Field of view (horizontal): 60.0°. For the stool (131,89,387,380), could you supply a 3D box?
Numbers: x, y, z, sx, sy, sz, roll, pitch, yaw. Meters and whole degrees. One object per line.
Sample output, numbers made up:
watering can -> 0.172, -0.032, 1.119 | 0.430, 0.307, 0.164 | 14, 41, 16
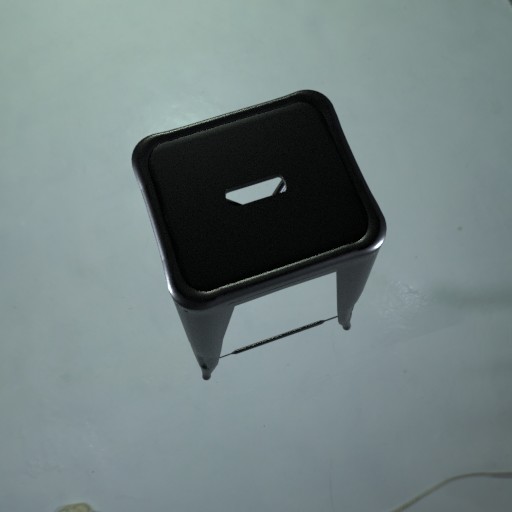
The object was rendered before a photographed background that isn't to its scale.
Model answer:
stool -> 0.000, 0.000, 0.871 | 0.399, 0.609, 0.359 | -19, 74, -5
